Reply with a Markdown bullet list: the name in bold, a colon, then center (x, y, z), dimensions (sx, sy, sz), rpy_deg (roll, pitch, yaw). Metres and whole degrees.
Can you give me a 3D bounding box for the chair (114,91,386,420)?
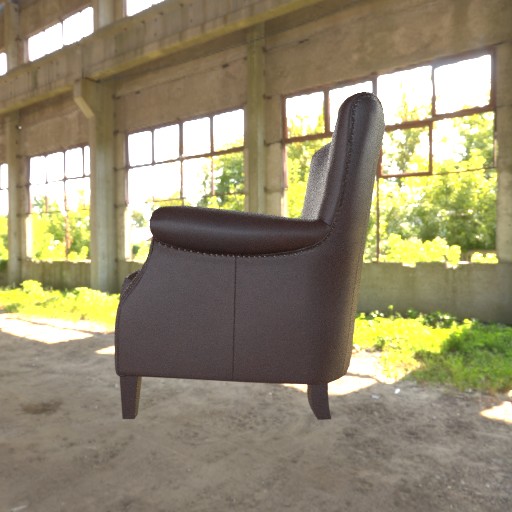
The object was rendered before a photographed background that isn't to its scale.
- **chair**: center (0.000, 0.000, 1.352), dimensions (0.746, 0.800, 0.700), rpy_deg (0, 1, 1)
